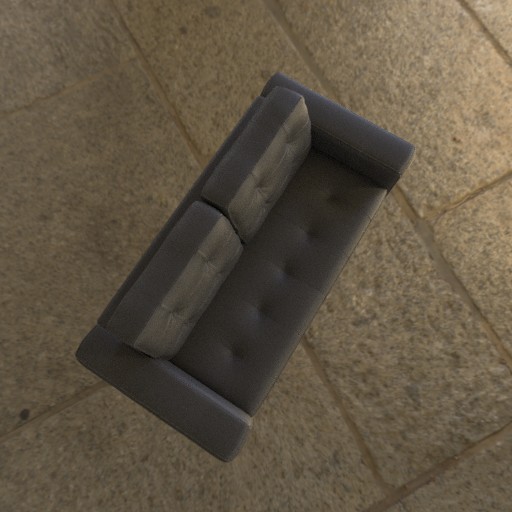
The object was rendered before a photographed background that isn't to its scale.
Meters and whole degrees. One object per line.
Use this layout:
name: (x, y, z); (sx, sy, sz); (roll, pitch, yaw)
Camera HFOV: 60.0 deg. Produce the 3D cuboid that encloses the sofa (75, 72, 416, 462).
sofa: (0.000, 0.000, 2.218); (0.833, 0.892, 1.726); (31, 78, 8)
